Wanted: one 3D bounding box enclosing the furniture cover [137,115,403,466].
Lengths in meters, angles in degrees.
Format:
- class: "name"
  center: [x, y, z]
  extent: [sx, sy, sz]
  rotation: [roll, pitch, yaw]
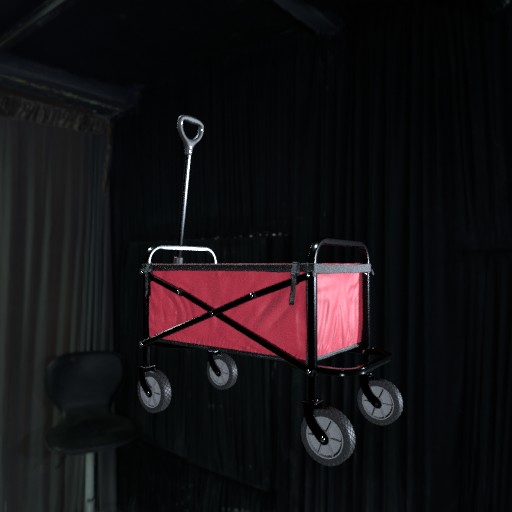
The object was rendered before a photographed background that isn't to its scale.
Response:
- class: "furniture cover"
  center: [0.000, 0.000, 1.810]
  extent: [1.038, 1.295, 0.532]
  rotation: [-1, -2, 37]
